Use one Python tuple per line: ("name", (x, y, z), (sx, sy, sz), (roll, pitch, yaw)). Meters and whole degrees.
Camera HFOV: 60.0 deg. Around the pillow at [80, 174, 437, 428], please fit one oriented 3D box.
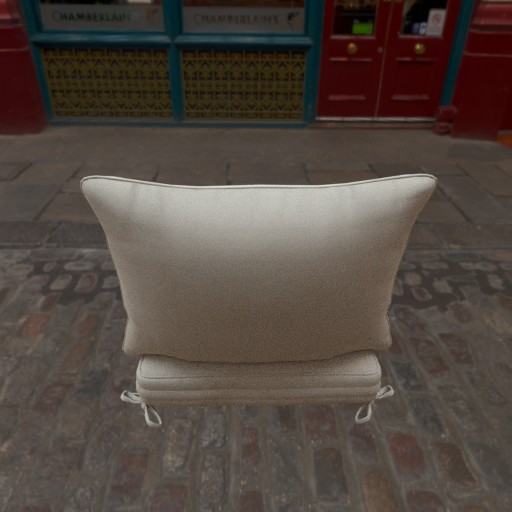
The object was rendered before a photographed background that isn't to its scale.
("pillow", (0.000, 0.000, 1.359), (0.798, 0.716, 0.733), (-1, 30, -1))
